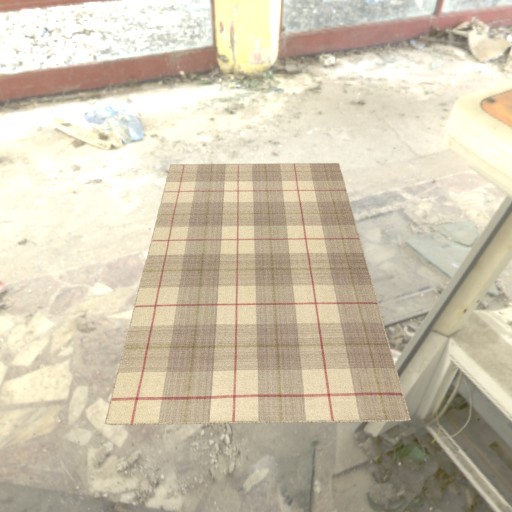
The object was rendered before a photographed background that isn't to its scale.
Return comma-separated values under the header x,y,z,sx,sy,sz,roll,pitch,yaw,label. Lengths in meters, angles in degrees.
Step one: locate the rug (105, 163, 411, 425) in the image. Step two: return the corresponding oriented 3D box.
x,y,z,sx,sy,sz,roll,pitch,yaw,label
0.000,0.000,3.116,1.549,0.010,2.464,-1,43,-1,rug
